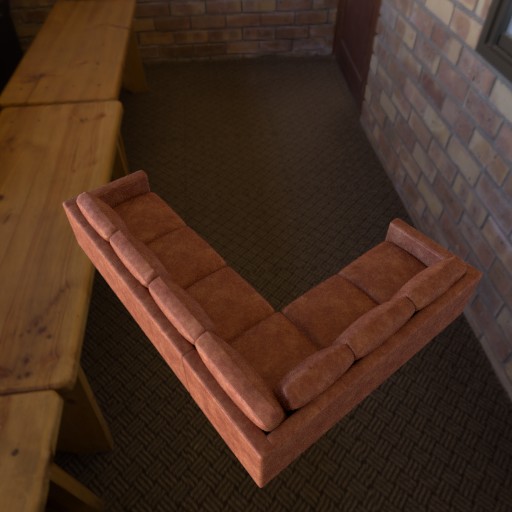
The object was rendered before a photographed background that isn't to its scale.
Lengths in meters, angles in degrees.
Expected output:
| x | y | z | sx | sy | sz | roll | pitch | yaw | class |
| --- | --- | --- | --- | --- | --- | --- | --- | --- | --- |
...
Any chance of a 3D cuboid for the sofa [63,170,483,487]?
| x | y | z | sx | sy | sz | roll | pitch | yaw | class |
| --- | --- | --- | --- | --- | --- | --- | --- | --- | --- |
| 0.000 | 0.000 | 4.277 | 2.438 | 0.838 | 3.150 | -30 | 53 | -26 | sofa |
